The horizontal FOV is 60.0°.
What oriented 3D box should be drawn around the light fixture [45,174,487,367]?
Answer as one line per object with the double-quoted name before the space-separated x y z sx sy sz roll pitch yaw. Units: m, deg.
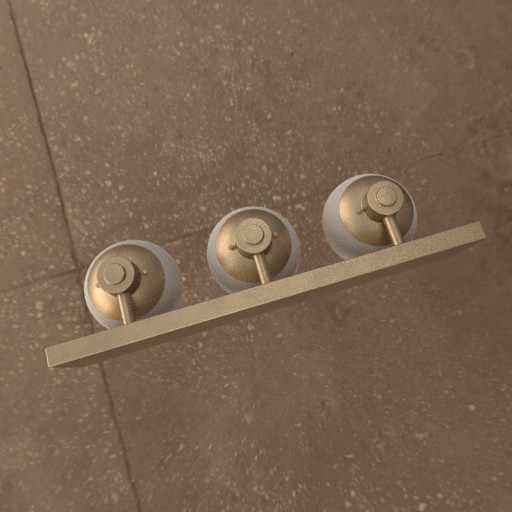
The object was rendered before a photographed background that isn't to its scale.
"light fixture" 0.000 0.000 0.847 0.721 0.263 0.218 -16 77 -4
